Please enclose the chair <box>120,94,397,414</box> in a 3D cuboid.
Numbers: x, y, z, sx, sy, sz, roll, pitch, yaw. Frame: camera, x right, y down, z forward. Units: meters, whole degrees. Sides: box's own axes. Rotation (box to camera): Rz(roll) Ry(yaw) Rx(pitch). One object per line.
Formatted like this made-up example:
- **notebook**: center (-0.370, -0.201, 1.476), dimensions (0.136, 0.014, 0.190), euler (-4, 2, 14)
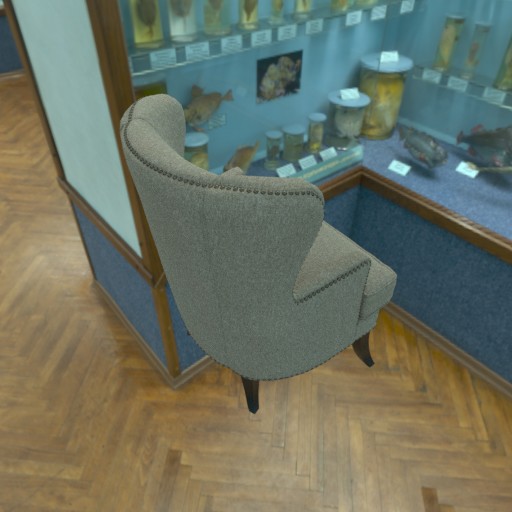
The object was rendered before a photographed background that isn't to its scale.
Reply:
- **chair**: center (0.000, 0.000, 1.617), dimensions (0.758, 1.060, 0.759), euler (-26, 47, -27)
